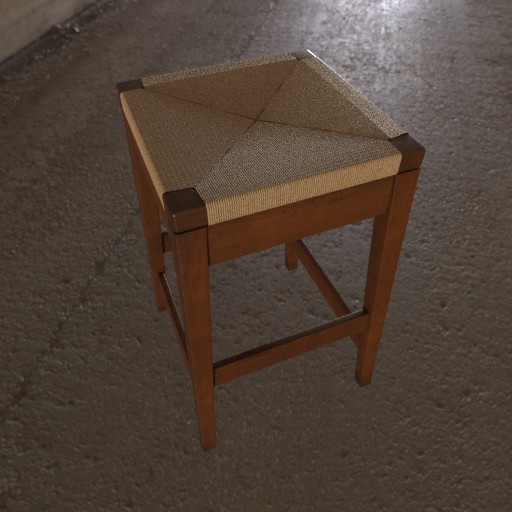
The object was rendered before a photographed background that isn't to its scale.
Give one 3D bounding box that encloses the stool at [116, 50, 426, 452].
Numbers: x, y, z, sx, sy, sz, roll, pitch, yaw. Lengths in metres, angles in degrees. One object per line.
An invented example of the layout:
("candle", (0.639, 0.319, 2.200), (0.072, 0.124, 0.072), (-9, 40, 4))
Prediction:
("stool", (0.000, 0.000, 1.075), (0.497, 0.762, 0.507), (-17, 49, -15))
